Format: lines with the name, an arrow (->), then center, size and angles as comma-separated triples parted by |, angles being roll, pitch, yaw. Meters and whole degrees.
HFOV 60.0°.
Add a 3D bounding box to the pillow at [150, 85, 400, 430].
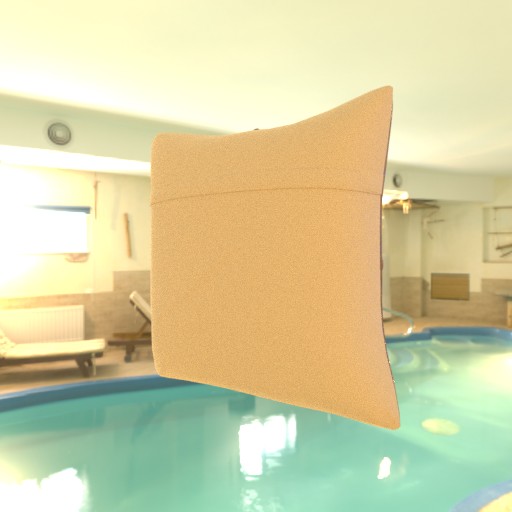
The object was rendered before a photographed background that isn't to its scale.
pillow -> 0.000, 0.000, 0.732 | 0.484, 0.470, 0.192 | 1, 1, 36
